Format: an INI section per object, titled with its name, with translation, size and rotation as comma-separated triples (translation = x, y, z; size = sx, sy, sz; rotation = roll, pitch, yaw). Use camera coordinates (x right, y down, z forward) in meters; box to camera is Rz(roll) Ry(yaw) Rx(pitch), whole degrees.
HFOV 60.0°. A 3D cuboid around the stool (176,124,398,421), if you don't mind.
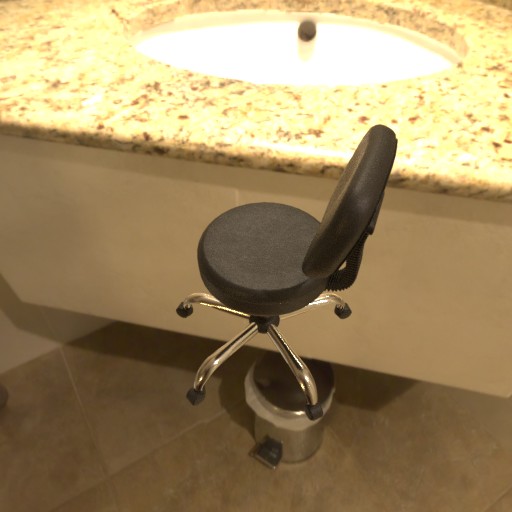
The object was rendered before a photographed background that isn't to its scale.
[stool]
translation = 0.000, 0.000, 1.349
size = 0.648, 0.862, 0.673
rotation = 15, 48, 15
